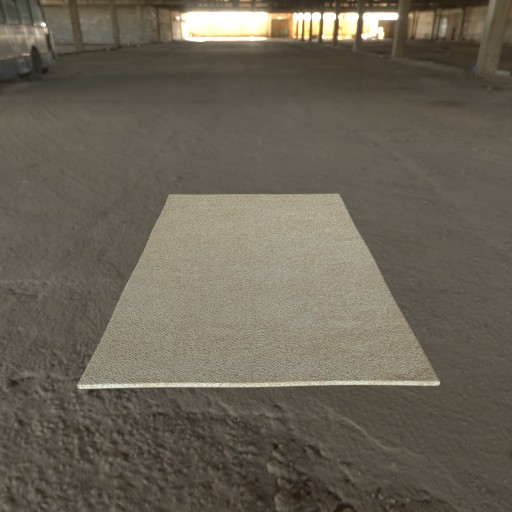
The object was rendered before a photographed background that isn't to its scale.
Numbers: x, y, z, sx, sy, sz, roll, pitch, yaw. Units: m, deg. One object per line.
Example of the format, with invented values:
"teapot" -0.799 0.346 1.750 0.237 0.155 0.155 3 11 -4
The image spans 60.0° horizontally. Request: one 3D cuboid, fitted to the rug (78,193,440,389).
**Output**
"rug" 0.000 0.000 2.878 1.500 0.025 2.346 0 27 -1
